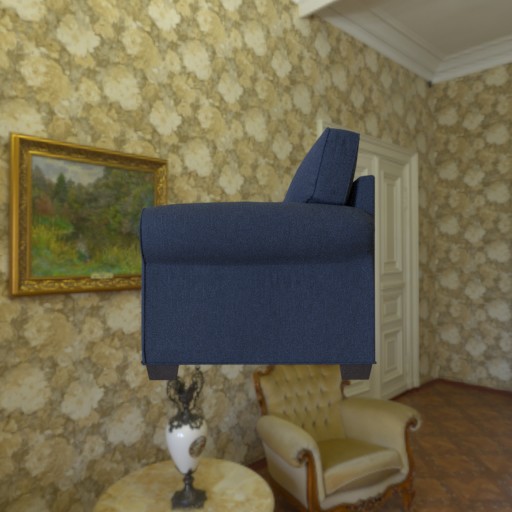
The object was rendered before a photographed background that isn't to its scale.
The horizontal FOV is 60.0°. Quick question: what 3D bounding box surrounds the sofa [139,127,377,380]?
[{"bbox_3d":[0.000,0.000,2.850,0.954,1.026,2.391,0,-1,0],"label":"sofa"}]
